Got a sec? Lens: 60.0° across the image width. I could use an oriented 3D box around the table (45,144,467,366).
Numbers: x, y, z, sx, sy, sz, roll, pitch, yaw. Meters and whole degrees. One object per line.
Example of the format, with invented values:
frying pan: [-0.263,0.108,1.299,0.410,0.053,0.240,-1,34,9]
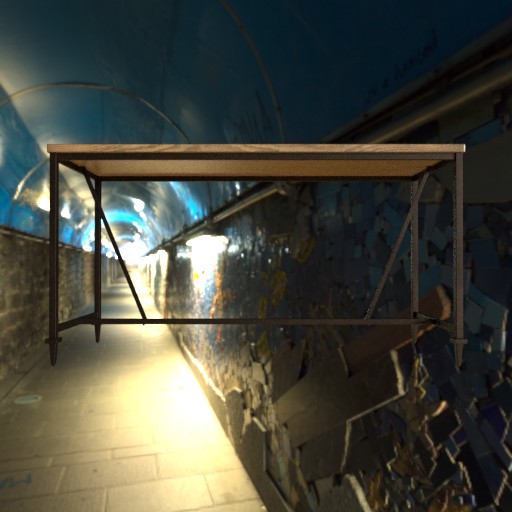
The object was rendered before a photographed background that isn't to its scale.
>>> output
table: [0.000,0.000,2.062,1.700,0.902,0.551,0,0,0]
